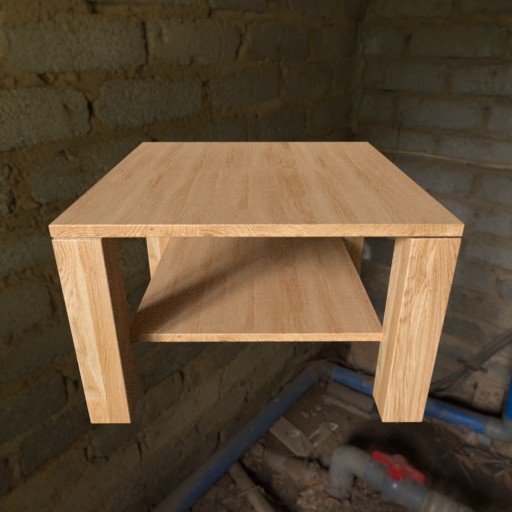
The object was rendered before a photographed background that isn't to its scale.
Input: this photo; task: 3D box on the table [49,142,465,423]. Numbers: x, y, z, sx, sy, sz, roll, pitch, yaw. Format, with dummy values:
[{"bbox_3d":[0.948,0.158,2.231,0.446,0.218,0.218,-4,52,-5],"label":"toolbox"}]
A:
[{"bbox_3d":[0.000,0.000,1.156,0.700,0.450,0.700,0,25,0],"label":"table"}]
